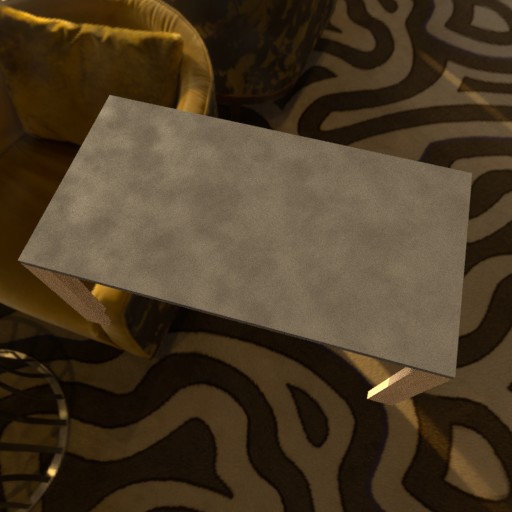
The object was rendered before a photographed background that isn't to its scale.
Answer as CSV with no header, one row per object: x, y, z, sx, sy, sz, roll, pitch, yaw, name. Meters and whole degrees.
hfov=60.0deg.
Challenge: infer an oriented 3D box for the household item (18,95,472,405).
0.000,0.000,2.070,1.600,0.755,0.850,14,66,7,household item
